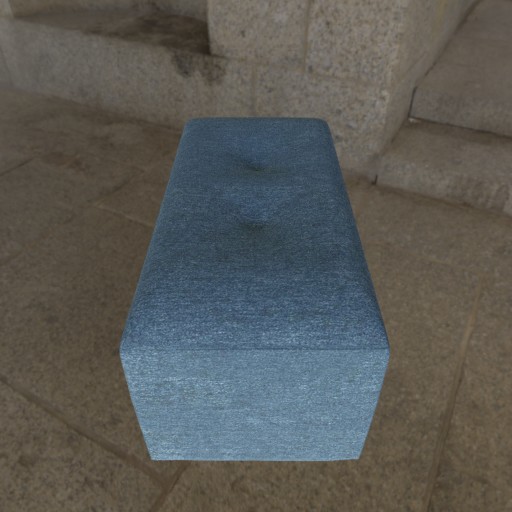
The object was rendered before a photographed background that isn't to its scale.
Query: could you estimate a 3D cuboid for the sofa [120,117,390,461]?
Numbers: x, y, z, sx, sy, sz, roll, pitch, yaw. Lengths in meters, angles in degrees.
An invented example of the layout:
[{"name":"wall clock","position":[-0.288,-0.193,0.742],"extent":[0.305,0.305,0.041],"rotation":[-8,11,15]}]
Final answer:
[{"name":"sofa","position":[0.000,0.000,1.197],"extent":[0.480,0.470,0.930],"rotation":[0,40,0]}]
